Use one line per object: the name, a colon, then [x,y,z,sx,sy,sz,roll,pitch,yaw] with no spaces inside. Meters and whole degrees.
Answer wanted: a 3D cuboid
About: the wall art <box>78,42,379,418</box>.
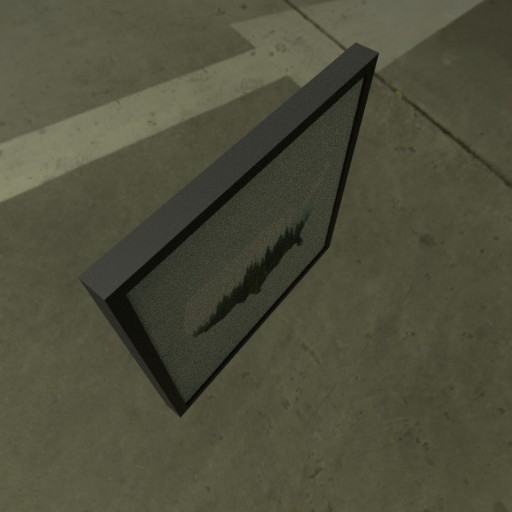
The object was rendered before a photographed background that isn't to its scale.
wall art: [0.000,0.000,0.752,0.040,0.509,0.509,35,64,20]
